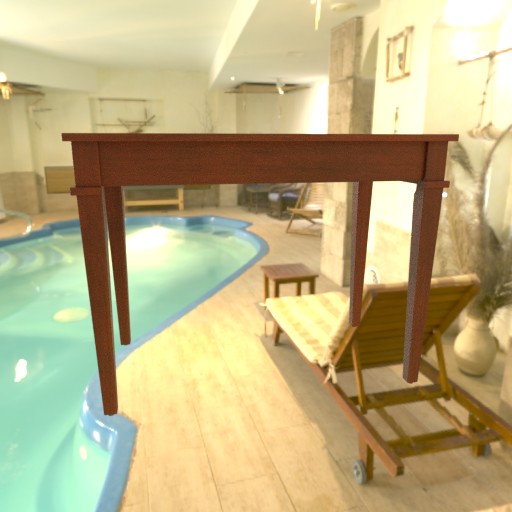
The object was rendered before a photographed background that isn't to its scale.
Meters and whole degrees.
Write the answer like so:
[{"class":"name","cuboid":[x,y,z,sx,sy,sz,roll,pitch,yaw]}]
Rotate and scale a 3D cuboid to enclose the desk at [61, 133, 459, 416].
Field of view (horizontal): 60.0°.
[{"class":"desk","cuboid":[0.000,0.000,1.448,1.001,0.762,0.549,-3,15,-10]}]
